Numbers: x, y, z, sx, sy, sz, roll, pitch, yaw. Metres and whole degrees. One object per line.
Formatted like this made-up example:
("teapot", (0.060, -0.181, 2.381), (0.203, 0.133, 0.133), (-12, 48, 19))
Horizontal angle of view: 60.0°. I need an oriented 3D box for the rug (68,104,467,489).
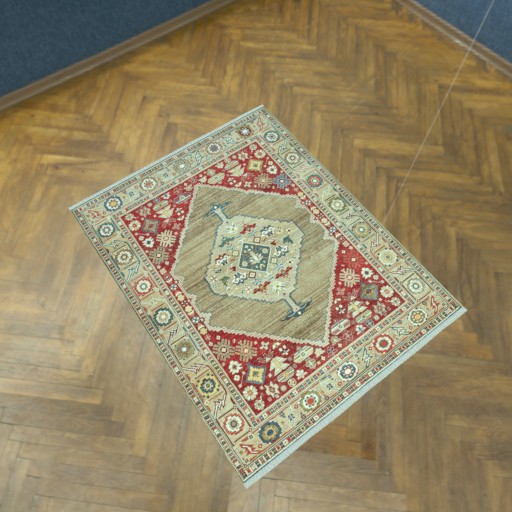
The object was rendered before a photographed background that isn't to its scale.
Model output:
("rug", (0.000, 0.000, 4.256), (2.451, 0.008, 3.143), (-33, 68, -15))
